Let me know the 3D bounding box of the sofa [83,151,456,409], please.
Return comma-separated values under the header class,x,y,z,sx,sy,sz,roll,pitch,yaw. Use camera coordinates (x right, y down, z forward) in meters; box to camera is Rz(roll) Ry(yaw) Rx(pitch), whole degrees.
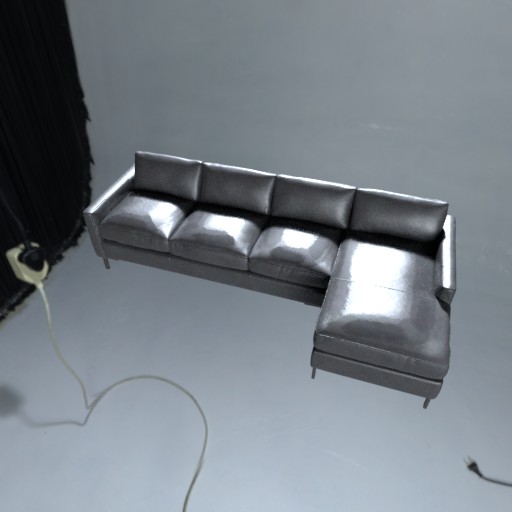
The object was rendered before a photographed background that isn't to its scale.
class,x,y,z,sx,sy,sz,roll,pitch,yaw
sofa,0.000,0.000,3.603,2.993,0.859,1.471,12,42,14
